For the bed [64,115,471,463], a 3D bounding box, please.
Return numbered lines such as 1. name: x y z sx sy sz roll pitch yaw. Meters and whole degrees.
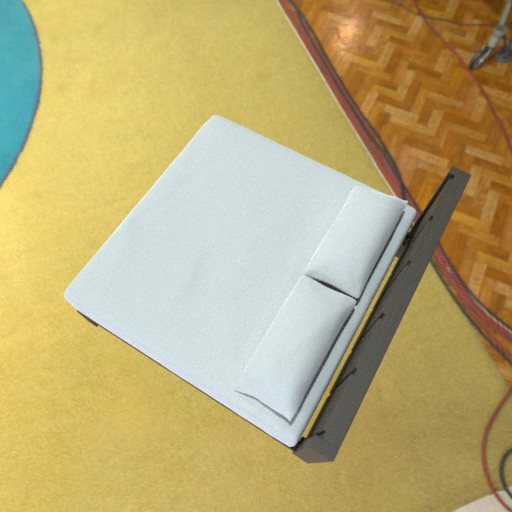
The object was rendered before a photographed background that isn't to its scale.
1. bed: 0.000 0.000 3.527 2.238 1.261 2.143 29 68 13
